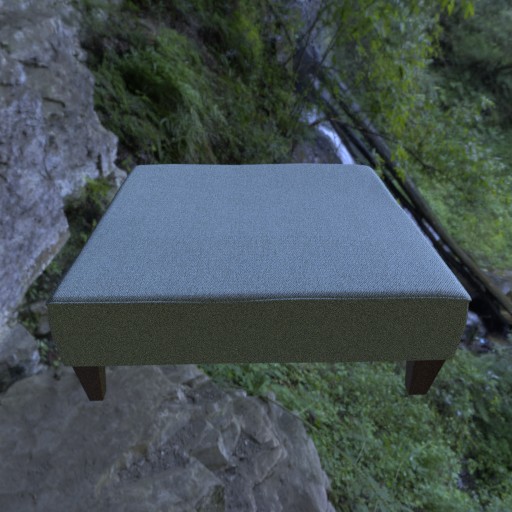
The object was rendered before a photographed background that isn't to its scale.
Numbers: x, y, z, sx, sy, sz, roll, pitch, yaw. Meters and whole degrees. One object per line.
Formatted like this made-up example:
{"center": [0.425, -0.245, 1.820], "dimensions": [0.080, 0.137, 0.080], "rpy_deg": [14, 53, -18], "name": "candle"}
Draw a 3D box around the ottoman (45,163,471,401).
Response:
{"center": [0.000, 0.000, 1.513], "dimensions": [1.004, 0.379, 0.968], "rpy_deg": [-1, 30, -1], "name": "ottoman"}
